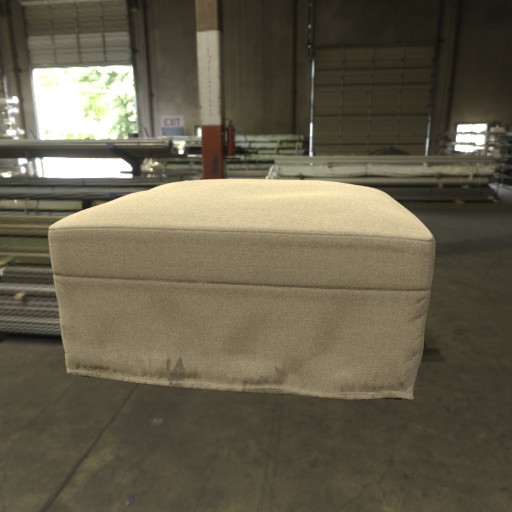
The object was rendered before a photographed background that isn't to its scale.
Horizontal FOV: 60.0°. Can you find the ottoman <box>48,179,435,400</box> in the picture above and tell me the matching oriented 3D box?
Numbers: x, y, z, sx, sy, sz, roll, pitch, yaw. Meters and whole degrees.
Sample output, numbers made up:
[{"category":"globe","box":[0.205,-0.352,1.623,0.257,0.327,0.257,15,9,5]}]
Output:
[{"category":"ottoman","box":[0.000,0.000,1.340,0.840,0.436,0.843,2,15,7]}]
